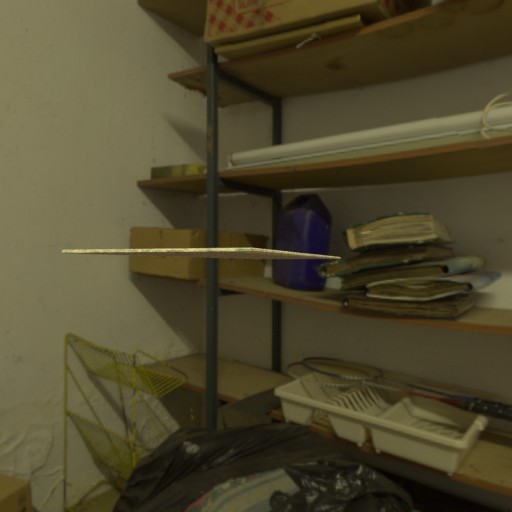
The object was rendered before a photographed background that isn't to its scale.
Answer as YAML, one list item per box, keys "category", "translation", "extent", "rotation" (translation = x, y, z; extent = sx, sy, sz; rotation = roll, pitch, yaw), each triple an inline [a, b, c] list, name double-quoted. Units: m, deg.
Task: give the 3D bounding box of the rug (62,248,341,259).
- category: "rug"
  translation: [0.000, 0.000, 2.514]
  extent: [0.700, 0.014, 2.290]
  rotation: [0, -1, 17]
